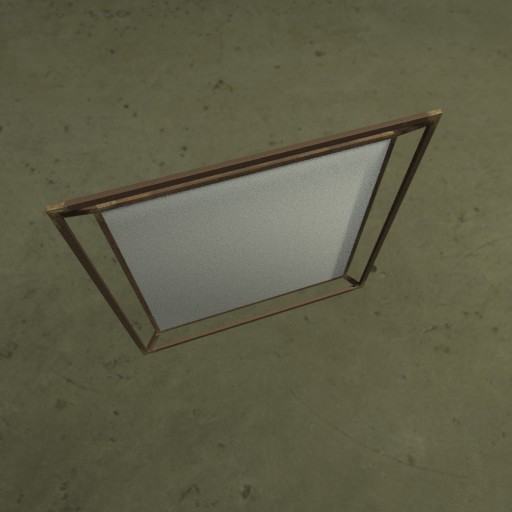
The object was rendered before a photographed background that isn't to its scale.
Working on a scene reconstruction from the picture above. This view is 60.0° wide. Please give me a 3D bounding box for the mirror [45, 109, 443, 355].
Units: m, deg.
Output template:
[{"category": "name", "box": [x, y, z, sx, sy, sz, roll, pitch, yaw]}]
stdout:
[{"category": "mirror", "box": [0.000, 0.000, 0.917, 0.610, 0.610, 0.032, -16, 60, -9]}]
